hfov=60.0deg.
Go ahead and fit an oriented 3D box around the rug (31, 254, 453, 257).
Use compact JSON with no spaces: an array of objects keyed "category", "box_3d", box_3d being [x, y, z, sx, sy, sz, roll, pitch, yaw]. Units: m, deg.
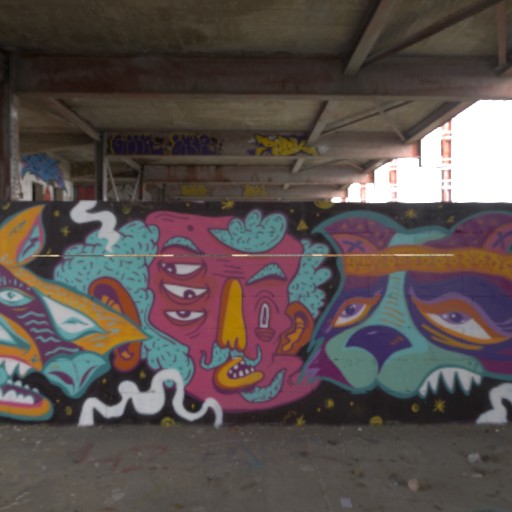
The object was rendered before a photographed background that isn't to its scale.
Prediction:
[{"category":"rug","box_3d":[0.000,0.000,2.363,1.828,0.006,1.216,0,0,19]}]
